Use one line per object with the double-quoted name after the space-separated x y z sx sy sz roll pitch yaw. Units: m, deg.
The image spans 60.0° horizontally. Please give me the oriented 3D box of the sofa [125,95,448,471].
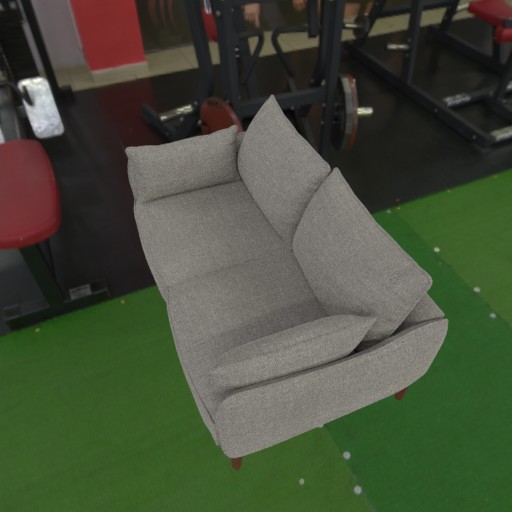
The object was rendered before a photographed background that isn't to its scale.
0.000 0.000 2.125 0.972 0.851 1.580 -17 49 -15 "sofa"
